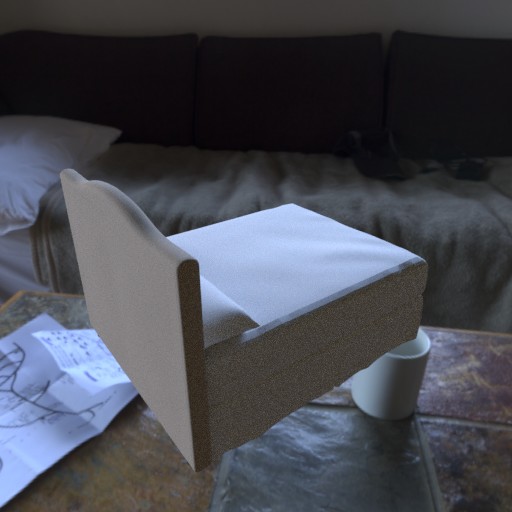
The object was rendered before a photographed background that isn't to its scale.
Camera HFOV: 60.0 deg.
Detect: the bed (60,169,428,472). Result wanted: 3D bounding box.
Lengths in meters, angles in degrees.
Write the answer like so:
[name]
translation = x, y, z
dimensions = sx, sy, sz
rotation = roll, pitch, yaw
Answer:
[bed]
translation = 0.000, 0.000, 3.172
dimensions = 2.052, 1.398, 1.678
rotation = -19, 32, -32
